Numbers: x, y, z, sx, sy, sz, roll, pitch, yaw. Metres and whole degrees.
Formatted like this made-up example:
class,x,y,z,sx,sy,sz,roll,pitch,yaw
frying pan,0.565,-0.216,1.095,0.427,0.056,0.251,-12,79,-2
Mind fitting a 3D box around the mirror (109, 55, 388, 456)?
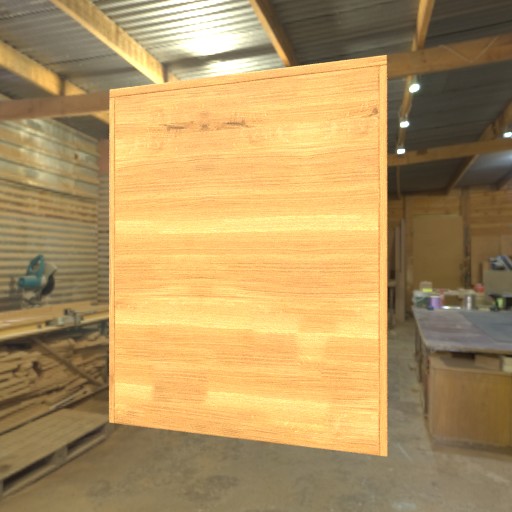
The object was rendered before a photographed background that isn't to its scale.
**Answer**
class,x,y,z,sx,sy,sz,roll,pitch,yaw
mirror,0.000,0.000,1.407,0.800,1.000,0.400,0,0,17
